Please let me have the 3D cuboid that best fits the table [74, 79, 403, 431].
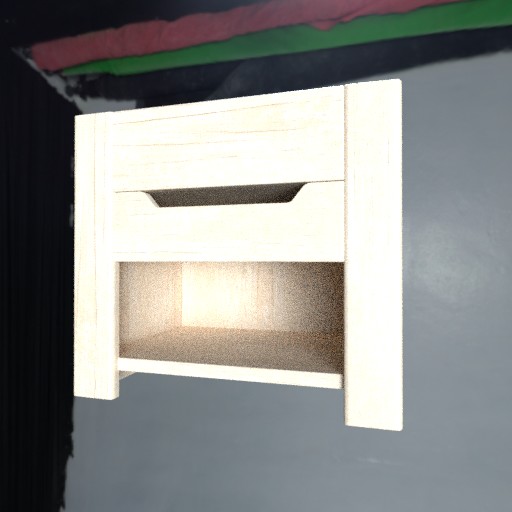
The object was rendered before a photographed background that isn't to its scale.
[{"bbox_3d":[0.000,0.000,0.922,0.570,0.510,0.420,0,-1,17],"label":"table"}]
